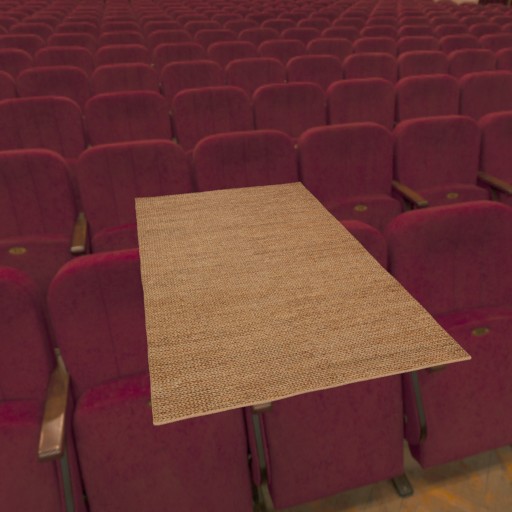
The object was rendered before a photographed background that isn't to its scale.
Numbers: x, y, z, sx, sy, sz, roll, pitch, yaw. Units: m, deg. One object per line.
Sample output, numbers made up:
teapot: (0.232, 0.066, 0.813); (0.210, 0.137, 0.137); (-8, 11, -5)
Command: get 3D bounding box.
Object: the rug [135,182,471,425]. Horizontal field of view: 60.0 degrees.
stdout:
rug: (0.000, 0.000, 2.997); (1.521, 0.034, 2.438); (-8, 31, -13)
